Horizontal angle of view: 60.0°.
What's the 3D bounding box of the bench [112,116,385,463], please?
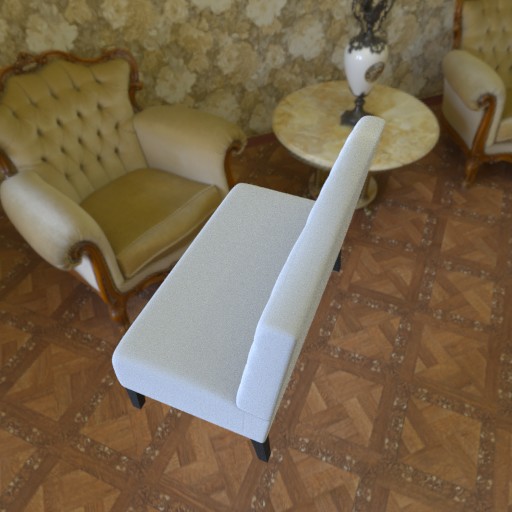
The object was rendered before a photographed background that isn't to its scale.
[{"bbox_3d":[0.000,0.000,2.069,0.815,1.180,1.335,16,48,15],"label":"bench"}]
